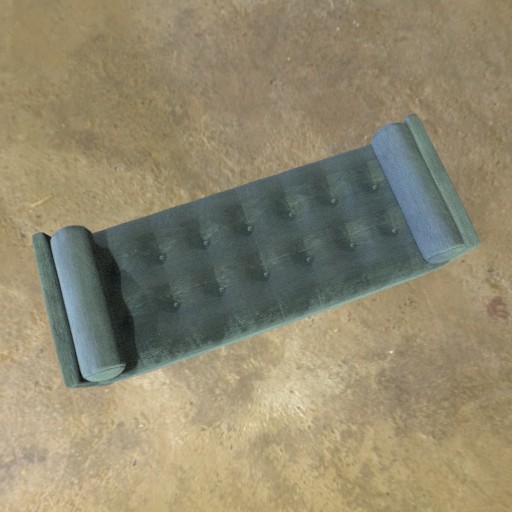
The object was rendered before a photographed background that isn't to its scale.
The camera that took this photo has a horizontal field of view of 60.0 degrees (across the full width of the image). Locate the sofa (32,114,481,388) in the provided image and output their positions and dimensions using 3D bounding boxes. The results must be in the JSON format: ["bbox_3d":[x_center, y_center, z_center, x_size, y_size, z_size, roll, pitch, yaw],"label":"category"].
[{"bbox_3d":[0.000,0.000,2.451,2.102,0.705,0.796,-19,76,-5],"label":"sofa"}]
